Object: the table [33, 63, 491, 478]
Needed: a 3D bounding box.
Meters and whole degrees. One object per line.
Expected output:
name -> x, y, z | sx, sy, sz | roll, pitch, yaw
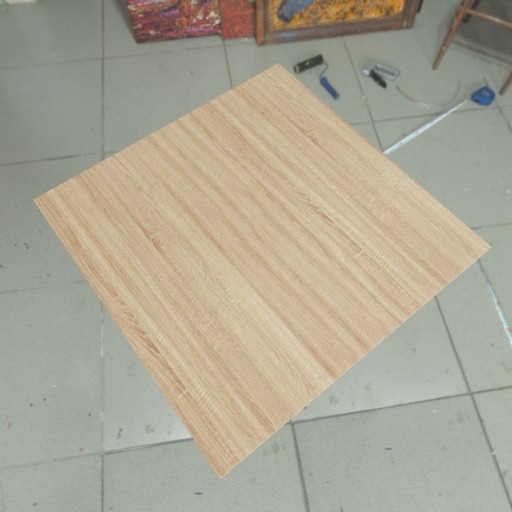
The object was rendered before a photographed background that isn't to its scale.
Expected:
table -> 0.000, 0.000, 1.045 | 0.670, 0.305, 0.670 | -35, 68, -16
